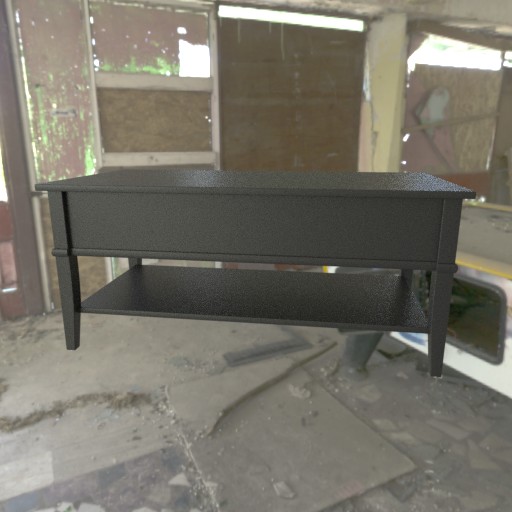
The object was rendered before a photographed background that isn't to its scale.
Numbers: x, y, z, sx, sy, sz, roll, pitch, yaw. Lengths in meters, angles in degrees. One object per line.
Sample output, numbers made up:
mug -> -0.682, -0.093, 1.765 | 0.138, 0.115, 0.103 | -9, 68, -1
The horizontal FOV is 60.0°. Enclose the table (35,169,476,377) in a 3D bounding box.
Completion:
table -> 0.000, 0.000, 1.345 | 1.044, 0.470, 0.523 | 2, 15, 8
